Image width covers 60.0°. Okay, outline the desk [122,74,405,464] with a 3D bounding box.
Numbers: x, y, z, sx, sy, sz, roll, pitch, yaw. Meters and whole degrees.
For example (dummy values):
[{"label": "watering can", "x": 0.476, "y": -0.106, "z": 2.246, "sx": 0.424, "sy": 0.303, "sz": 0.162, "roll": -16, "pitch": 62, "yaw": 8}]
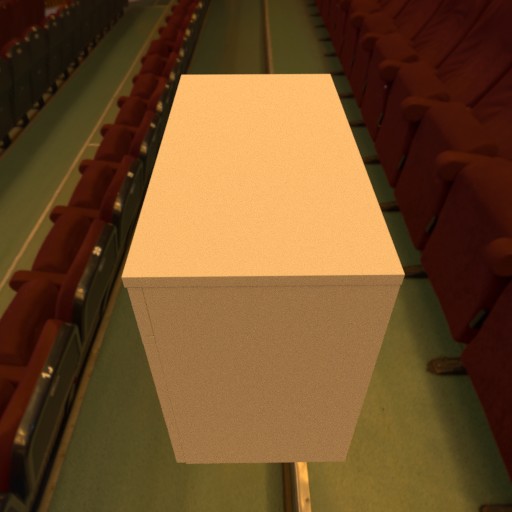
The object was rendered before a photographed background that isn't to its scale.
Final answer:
[{"label": "desk", "x": 0.000, "y": 0.000, "z": 1.310, "sx": 0.482, "sy": 0.730, "sz": 0.898, "roll": -1, "pitch": 42, "yaw": -1}]
